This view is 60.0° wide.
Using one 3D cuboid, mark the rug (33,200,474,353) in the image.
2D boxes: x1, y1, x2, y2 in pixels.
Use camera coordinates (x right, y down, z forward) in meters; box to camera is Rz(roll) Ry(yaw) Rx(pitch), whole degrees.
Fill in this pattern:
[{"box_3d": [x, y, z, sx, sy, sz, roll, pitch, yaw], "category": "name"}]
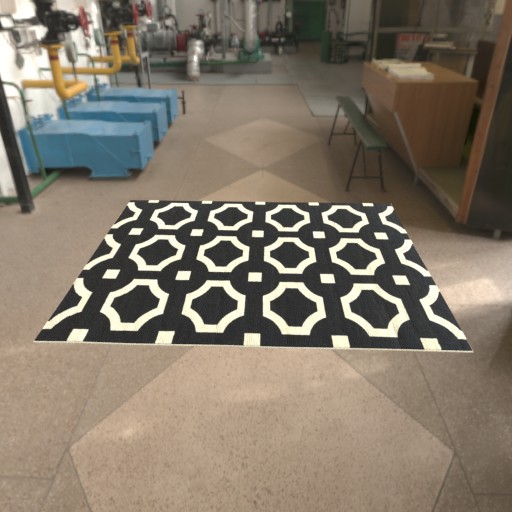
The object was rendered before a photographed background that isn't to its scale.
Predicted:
[{"box_3d": [0.000, 0.000, 4.120, 3.049, 0.021, 2.466, 1, 31, 2], "category": "rug"}]
